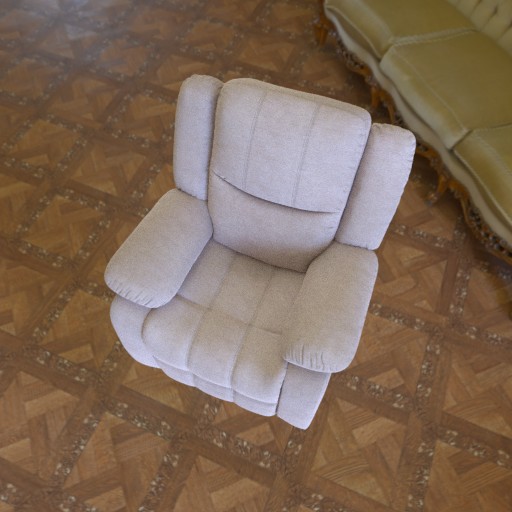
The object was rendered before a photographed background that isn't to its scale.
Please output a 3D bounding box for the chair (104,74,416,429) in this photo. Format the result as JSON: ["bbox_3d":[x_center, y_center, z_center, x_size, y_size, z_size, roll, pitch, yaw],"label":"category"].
[{"bbox_3d":[0.000,0.000,1.709,0.899,1.008,0.944,19,60,11],"label":"chair"}]
